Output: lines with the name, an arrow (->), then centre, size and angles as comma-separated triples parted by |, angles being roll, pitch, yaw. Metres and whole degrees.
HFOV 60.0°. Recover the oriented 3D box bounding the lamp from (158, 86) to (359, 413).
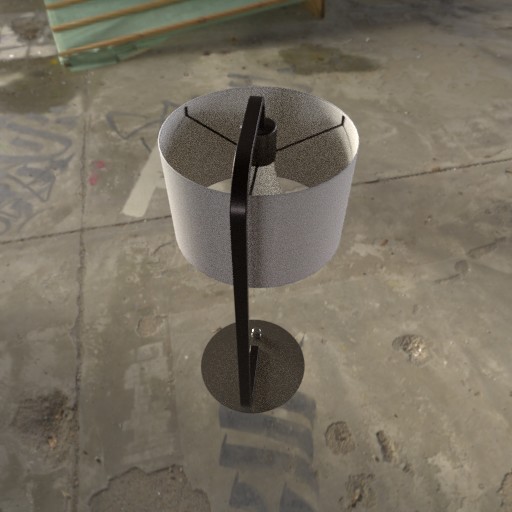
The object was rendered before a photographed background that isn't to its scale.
lamp -> 0.000, 0.000, 0.622 | 0.230, 0.473, 0.288 | 5, 47, 4
